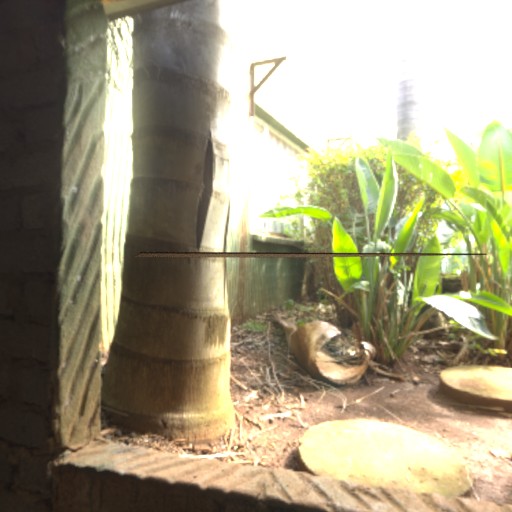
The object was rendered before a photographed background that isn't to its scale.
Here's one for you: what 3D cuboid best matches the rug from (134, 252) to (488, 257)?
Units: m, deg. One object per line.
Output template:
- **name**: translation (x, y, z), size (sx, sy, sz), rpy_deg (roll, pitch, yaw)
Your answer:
- **rug**: translation (0.000, 0.000, 2.314), size (1.219, 0.005, 1.829), rpy_deg (0, -1, -16)
